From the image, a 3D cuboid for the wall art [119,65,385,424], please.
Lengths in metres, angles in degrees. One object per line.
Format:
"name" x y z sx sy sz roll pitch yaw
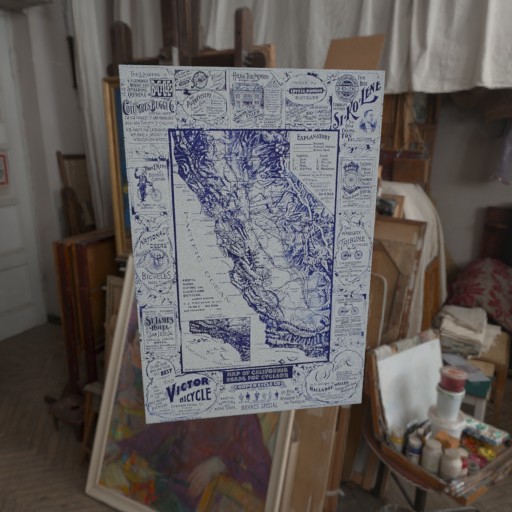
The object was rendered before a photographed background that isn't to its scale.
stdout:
"wall art" 0.000 0.000 0.481 0.255 0.376 0.025 -2 16 -9
